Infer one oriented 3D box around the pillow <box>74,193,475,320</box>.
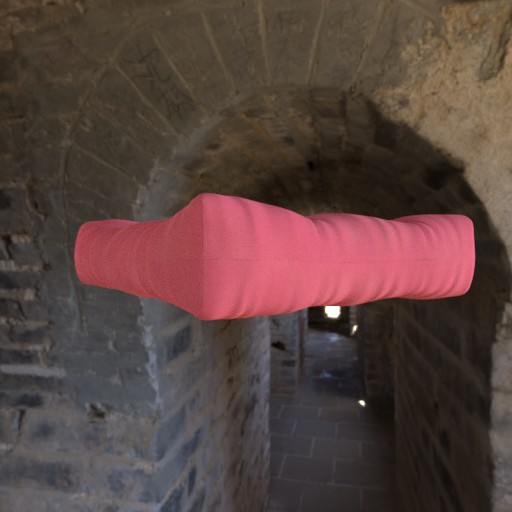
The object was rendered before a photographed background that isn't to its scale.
[{"bbox_3d":[0.000,0.000,0.711,0.468,0.128,0.490,0,1,-35],"label":"pillow"}]
